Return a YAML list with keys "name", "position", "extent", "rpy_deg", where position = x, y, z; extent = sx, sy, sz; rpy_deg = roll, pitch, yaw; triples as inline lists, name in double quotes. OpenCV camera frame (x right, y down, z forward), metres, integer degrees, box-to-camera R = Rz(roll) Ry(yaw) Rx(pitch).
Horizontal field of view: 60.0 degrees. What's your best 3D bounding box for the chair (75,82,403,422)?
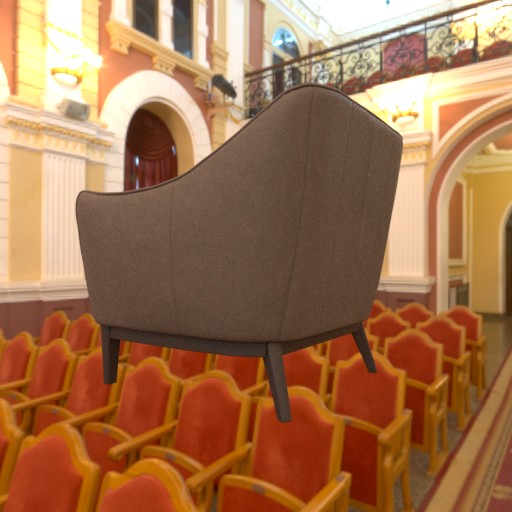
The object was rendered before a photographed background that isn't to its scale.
- name: "chair"
  position: [0.000, 0.000, 1.523]
  extent: [0.852, 0.830, 0.871]
  rpy_deg: [0, -1, 36]
